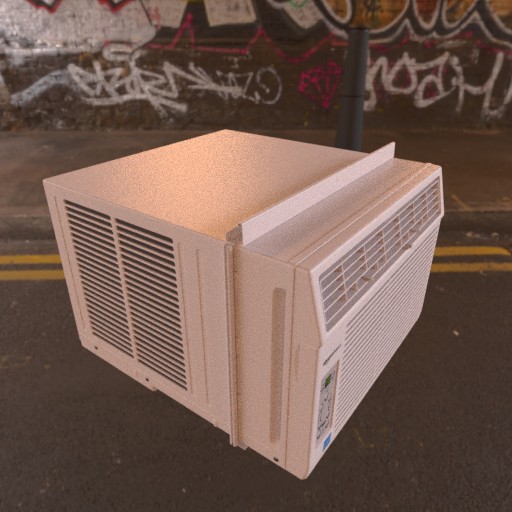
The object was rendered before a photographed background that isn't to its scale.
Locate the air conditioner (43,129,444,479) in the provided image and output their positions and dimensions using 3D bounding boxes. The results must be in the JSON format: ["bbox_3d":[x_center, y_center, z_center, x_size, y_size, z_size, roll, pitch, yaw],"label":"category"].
[{"bbox_3d":[0.000,0.000,0.853,0.546,0.388,0.503,19,34,32],"label":"air conditioner"}]
